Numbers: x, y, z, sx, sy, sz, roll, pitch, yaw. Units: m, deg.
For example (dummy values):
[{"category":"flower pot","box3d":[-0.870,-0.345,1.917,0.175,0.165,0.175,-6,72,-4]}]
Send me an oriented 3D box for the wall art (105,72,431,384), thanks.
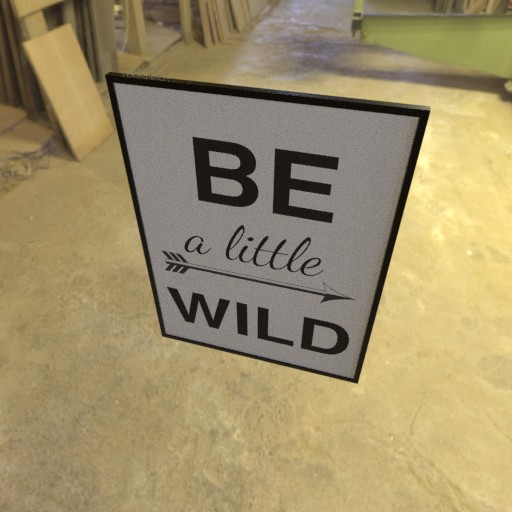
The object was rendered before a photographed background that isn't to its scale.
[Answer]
[{"category":"wall art","box3d":[0.000,0.000,0.776,0.442,0.582,0.013,11,42,12]}]
